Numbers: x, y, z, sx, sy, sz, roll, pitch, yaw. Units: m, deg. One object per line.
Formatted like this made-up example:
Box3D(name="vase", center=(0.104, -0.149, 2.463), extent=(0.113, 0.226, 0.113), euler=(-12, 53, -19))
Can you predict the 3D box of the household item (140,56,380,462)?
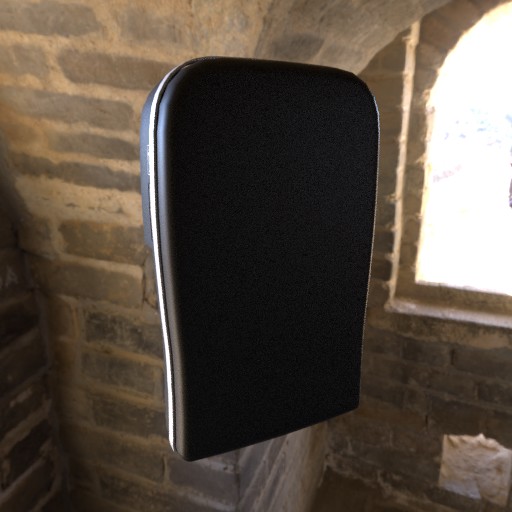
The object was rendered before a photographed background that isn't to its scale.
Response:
Box3D(name="household item", center=(0.000, 0.000, 0.144), extent=(0.070, 0.114, 0.038), euler=(-7, 16, -25))
